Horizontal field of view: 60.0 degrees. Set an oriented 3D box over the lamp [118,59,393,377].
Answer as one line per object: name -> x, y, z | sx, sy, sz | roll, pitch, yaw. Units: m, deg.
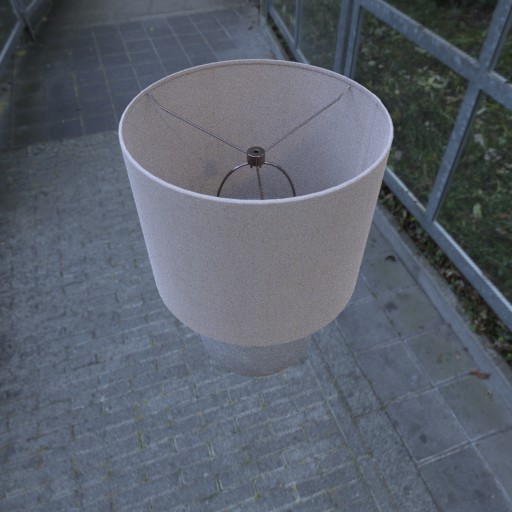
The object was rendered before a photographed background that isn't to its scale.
lamp -> 0.000, 0.000, 0.591 | 0.269, 0.409, 0.269 | -4, 47, -4
